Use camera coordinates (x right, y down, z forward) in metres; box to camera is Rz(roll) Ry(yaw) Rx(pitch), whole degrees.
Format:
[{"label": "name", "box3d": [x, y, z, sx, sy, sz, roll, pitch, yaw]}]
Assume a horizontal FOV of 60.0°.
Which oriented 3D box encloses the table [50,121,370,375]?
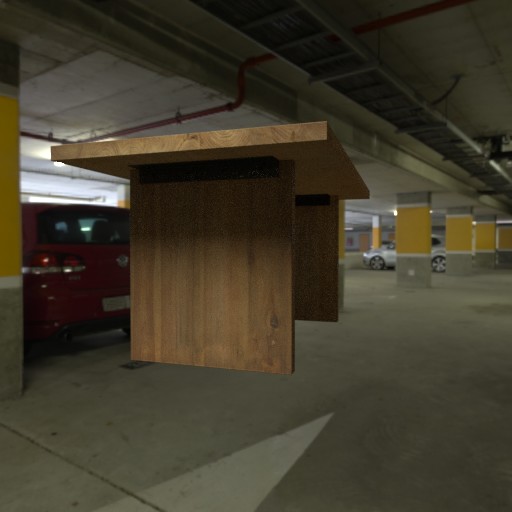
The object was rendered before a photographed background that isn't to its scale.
[{"label": "table", "box3d": [0.000, 0.000, 2.136, 0.946, 0.780, 1.609, 0, 1, 18]}]
